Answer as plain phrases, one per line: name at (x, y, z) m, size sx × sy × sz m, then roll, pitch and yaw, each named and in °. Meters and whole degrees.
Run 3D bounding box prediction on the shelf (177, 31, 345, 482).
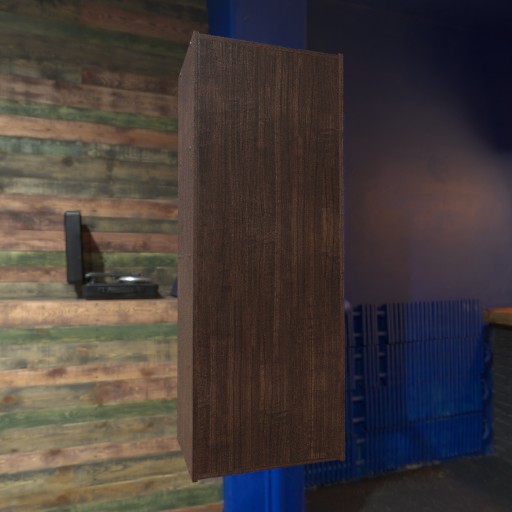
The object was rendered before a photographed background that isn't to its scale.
shelf at (0.000, 0.000, 1.276) m, size 0.415 × 1.099 × 0.290 m, roll 0°, pitch -1°, yaw -17°
